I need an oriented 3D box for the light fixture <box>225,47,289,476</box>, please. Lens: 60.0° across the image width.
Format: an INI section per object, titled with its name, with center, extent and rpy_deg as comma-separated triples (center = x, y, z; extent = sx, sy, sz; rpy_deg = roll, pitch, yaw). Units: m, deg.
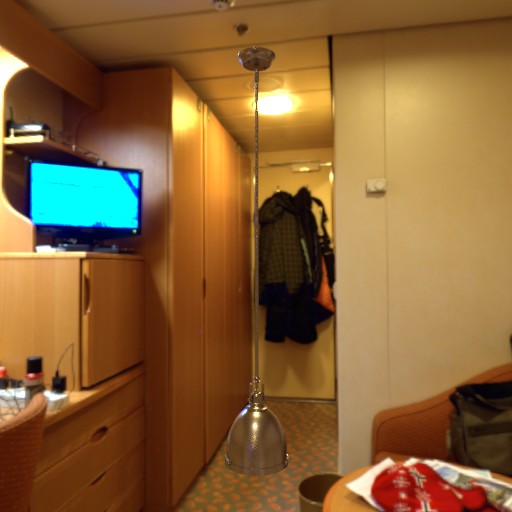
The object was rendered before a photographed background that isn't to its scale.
[light fixture]
center = 0.000, 0.000, 1.495
extent = 0.217, 1.367, 0.211
rpy_deg = 1, -2, -36
